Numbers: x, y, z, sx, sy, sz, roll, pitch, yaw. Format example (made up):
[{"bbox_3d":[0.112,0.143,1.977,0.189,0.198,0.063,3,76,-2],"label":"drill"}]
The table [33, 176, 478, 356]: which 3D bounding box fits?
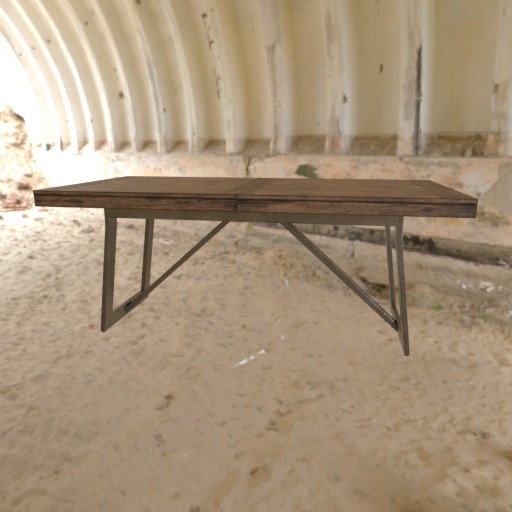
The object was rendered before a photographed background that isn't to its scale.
[{"bbox_3d":[0.000,0.000,2.366,1.867,0.757,0.931,2,14,10],"label":"table"}]
